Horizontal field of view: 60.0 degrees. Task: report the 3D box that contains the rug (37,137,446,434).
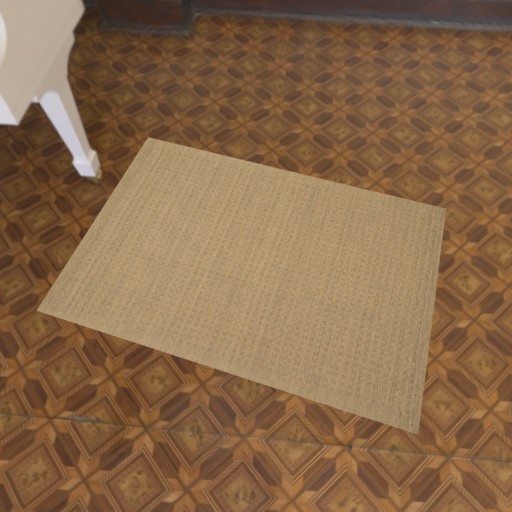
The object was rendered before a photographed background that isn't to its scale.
[{"bbox_3d":[0.000,0.000,3.666,2.895,0.006,1.981,15,59,9],"label":"rug"}]
